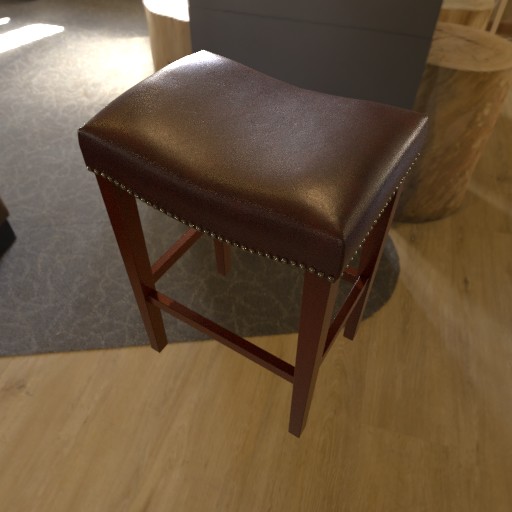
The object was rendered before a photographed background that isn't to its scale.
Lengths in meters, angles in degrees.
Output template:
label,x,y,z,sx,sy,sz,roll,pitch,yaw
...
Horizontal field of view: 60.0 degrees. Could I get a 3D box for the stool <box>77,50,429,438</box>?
label,x,y,z,sx,sy,sz,roll,pitch,yaw
stool,0.000,0.000,1.013,0.504,0.742,0.372,25,53,21
